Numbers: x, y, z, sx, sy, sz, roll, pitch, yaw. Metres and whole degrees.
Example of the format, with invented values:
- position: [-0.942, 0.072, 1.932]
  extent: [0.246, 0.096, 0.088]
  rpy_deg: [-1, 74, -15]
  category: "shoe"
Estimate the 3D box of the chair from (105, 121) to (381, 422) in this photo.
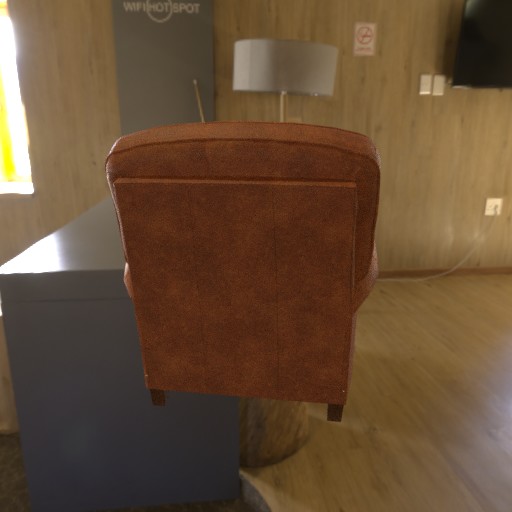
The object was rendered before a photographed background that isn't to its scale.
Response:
- position: [0.000, 0.000, 1.764]
  extent: [0.936, 1.018, 0.986]
  rpy_deg: [2, 16, 8]
  category: "chair"
